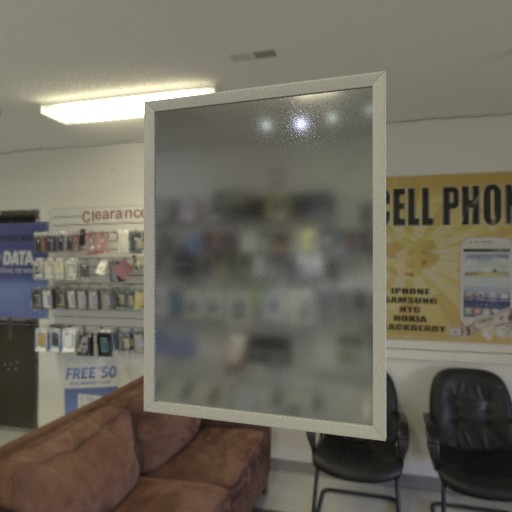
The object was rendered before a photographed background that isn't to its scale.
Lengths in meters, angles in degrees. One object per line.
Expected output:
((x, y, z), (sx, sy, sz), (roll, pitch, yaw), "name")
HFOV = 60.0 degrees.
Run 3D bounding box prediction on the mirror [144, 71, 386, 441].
((0.000, 0.000, 1.354), (0.762, 1.016, 0.040), (0, 0, 18), "mirror")
